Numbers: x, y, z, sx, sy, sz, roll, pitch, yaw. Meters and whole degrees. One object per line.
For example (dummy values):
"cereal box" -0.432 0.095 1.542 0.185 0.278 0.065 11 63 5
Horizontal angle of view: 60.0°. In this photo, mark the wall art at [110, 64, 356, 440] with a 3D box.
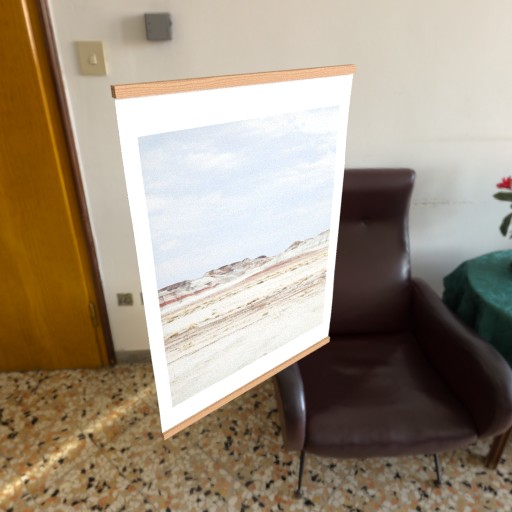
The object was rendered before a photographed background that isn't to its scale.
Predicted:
"wall art" 0.000 0.000 1.327 0.739 1.016 0.020 -21 35 -34
